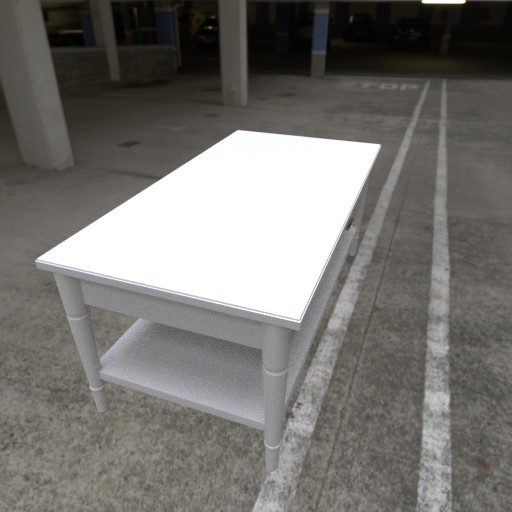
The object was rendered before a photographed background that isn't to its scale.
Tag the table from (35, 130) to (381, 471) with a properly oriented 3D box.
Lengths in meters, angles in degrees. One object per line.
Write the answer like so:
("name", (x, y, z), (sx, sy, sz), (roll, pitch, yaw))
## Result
("table", (0.000, 0.000, 1.360), (0.559, 0.457, 1.067), (11, 32, 18))
